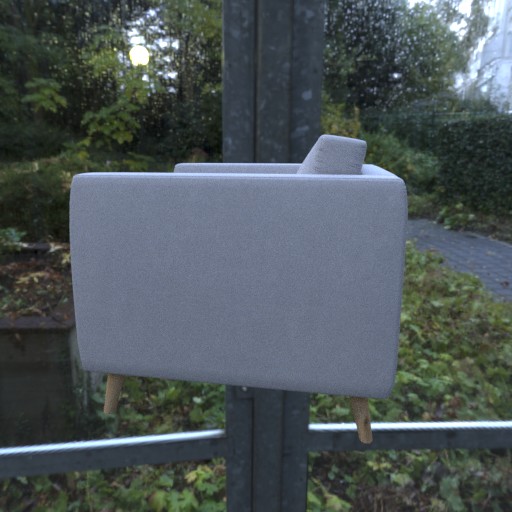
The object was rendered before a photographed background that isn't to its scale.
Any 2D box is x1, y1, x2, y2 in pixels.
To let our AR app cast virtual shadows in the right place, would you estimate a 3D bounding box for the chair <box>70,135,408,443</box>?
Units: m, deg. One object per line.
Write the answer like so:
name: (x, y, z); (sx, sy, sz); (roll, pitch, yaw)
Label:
chair: (0.000, 0.000, 1.664); (0.930, 0.860, 1.000); (2, 14, 10)
